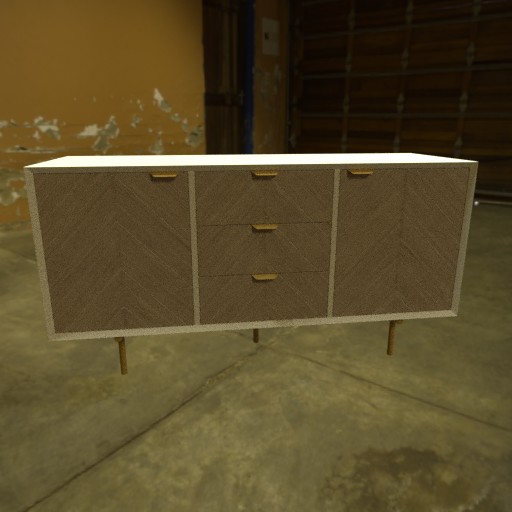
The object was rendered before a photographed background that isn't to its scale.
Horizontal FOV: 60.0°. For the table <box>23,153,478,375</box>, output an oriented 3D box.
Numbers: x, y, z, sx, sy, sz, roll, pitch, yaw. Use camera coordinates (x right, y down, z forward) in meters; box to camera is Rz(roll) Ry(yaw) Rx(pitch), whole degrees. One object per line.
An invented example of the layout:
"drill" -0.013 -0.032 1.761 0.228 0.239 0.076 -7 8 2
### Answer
"table" 0.000 0.000 1.794 1.500 0.769 0.508 -2 17 -8
